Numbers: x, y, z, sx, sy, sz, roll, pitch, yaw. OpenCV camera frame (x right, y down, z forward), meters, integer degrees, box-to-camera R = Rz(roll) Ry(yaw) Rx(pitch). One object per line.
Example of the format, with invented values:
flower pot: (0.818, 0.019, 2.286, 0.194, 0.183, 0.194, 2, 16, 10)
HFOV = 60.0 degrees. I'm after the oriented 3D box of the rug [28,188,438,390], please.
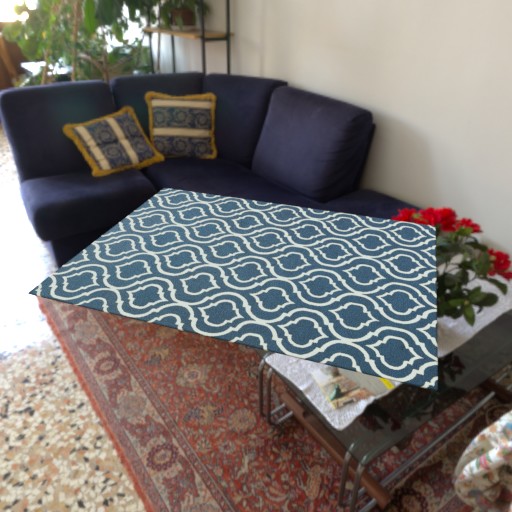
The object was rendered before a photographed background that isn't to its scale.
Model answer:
rug: (0.000, 0.000, 4.356, 3.353, 0.010, 2.438, 10, 33, 16)
